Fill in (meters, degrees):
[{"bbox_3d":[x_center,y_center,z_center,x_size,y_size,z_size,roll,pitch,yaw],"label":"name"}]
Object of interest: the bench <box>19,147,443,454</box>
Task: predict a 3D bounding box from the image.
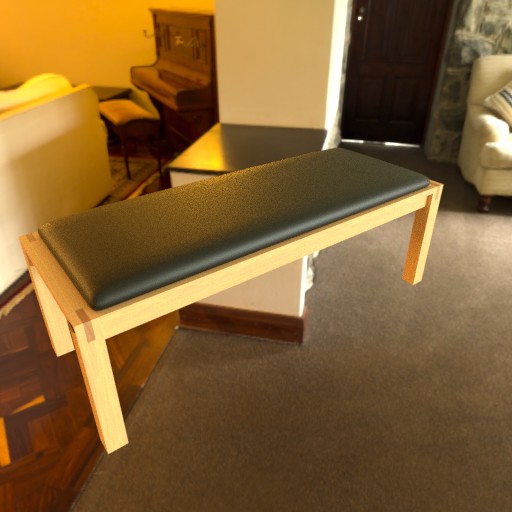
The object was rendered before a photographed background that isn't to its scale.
[{"bbox_3d":[0.000,0.000,1.384,1.202,0.430,0.450,-21,37,-31],"label":"bench"}]
